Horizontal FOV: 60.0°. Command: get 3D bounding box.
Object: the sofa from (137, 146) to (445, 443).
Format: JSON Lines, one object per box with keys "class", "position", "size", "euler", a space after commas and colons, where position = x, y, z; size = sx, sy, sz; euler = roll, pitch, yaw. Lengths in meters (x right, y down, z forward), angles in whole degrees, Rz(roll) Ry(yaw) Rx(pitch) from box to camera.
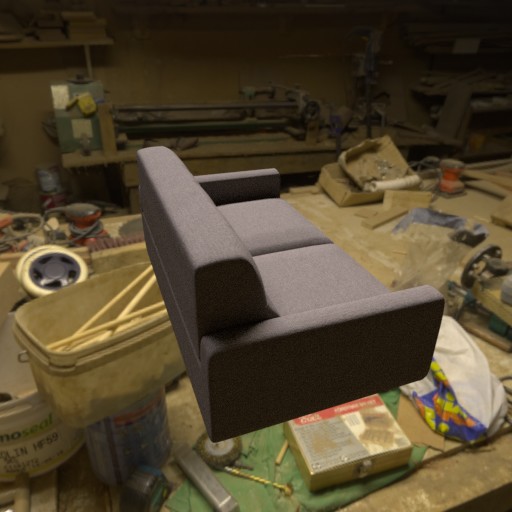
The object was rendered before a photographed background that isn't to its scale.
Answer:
{"class": "sofa", "position": [0.000, 0.000, 2.187], "size": [0.909, 0.841, 1.631], "euler": [-10, 30, -18]}
